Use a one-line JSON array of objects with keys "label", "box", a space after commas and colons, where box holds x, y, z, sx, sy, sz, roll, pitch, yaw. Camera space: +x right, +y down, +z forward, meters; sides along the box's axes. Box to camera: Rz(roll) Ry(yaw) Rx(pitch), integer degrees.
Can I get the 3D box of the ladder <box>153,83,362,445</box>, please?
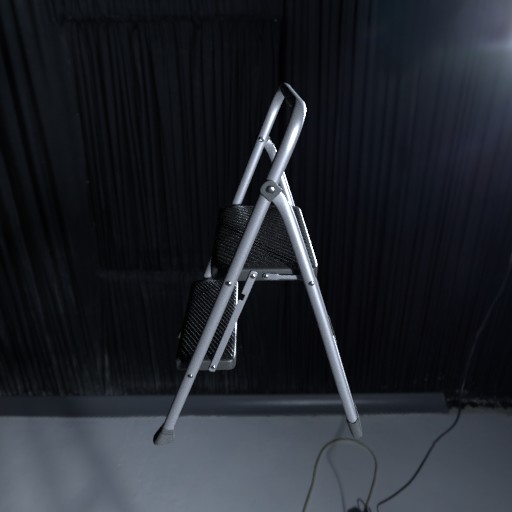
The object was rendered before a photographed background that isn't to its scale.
[{"label": "ladder", "box": [0.000, 0.000, 1.018, 0.472, 0.720, 0.430, -1, 26, -1]}]
